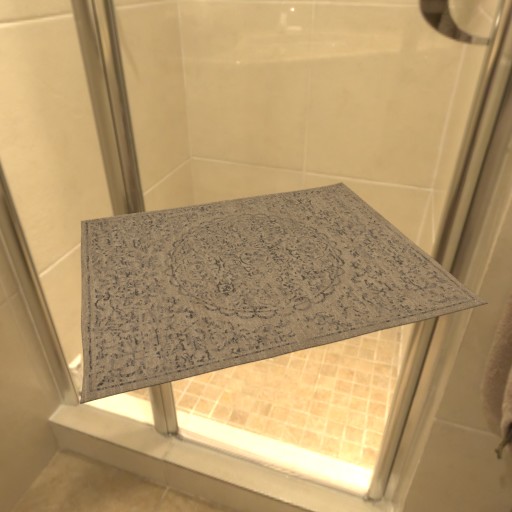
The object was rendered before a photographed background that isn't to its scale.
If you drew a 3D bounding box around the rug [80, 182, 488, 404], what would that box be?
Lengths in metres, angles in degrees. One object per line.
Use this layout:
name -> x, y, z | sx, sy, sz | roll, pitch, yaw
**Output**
rug -> 0.000, 0.000, 3.891 | 2.925, 0.026, 2.343 | -10, 35, -15
